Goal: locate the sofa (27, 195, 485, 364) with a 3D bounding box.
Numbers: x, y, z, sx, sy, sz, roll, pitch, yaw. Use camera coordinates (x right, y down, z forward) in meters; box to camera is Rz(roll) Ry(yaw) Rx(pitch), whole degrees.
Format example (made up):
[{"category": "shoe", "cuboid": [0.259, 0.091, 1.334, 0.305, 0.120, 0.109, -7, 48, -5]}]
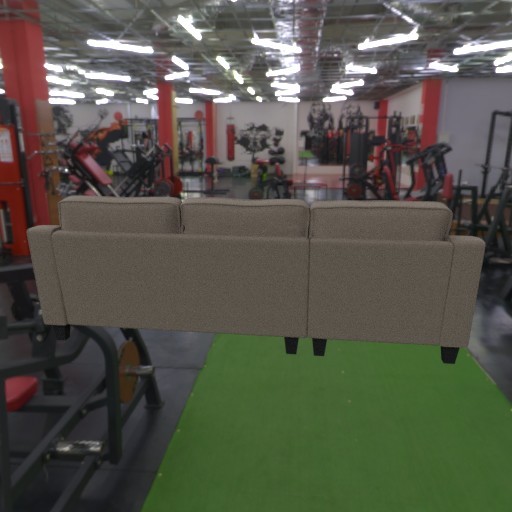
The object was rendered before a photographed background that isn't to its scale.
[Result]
[{"category": "sofa", "cuboid": [0.000, 0.000, 3.123, 2.561, 0.928, 1.294, 2, 15, 7]}]
